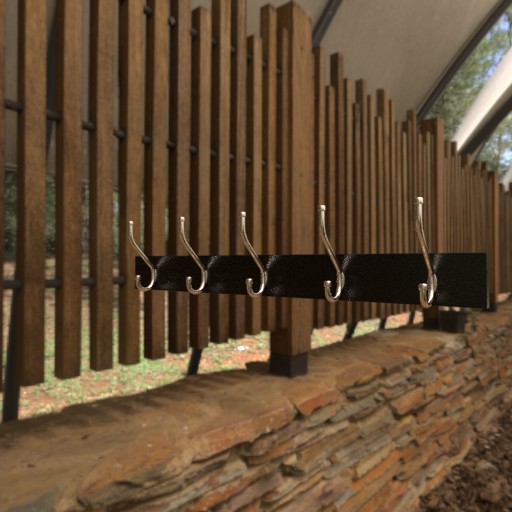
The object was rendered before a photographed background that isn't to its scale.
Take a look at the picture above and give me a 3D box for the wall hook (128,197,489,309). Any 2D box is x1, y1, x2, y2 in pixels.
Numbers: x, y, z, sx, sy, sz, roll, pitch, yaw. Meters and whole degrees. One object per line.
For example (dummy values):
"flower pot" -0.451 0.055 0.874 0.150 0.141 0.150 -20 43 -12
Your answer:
"wall hook" 0.000 0.000 0.619 0.571 0.117 0.071 0 -1 36
